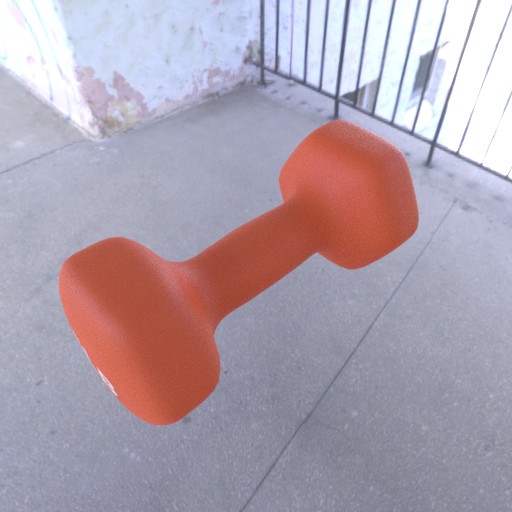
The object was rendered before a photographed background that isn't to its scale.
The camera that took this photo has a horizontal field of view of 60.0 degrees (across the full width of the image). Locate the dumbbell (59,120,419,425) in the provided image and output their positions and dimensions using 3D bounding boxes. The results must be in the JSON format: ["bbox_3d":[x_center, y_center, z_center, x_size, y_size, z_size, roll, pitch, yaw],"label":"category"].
[{"bbox_3d":[0.000,0.000,0.201,0.162,0.071,0.079,-32,54,-27],"label":"dumbbell"}]
